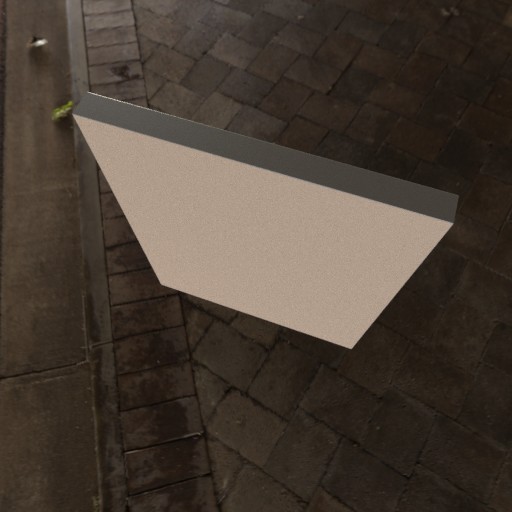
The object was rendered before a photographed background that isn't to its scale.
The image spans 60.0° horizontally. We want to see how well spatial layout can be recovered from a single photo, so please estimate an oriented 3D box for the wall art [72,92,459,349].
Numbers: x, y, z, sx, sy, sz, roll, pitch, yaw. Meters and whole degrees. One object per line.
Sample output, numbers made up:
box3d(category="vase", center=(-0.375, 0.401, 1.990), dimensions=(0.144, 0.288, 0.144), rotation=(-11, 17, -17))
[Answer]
box3d(category="wall art", center=(0.000, 0.000, 0.752), dimensions=(0.452, 0.549, 0.038), rotation=(18, 66, 8))
